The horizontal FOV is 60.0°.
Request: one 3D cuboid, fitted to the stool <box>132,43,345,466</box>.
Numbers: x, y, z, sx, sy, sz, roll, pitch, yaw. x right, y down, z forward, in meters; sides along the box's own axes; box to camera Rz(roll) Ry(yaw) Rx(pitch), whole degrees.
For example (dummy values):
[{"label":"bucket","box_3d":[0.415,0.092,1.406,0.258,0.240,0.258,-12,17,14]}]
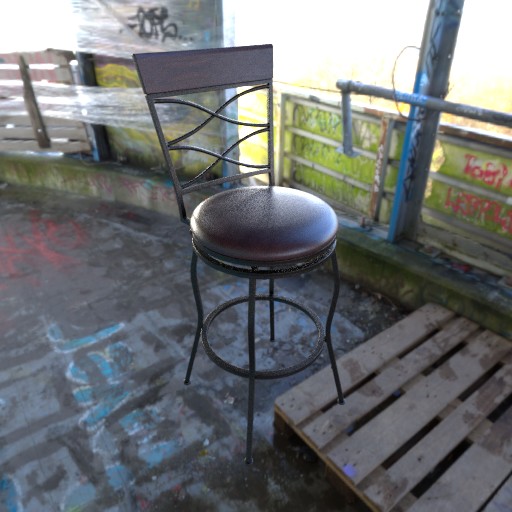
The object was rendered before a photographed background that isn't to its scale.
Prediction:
[{"label":"stool","box_3d":[0.000,0.000,1.369,0.448,1.130,0.513,-20,36,-30]}]
